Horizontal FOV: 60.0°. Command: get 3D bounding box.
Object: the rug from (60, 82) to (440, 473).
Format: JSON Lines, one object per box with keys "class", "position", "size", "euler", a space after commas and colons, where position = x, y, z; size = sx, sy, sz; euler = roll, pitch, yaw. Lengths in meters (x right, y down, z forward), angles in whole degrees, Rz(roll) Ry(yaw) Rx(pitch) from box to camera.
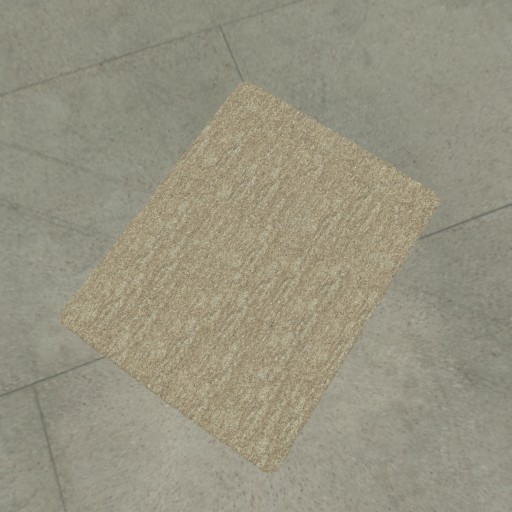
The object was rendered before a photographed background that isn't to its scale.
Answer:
{"class": "rug", "position": [0.000, 0.000, 3.908], "size": [2.242, 0.050, 2.873], "euler": [33, 79, 8]}
